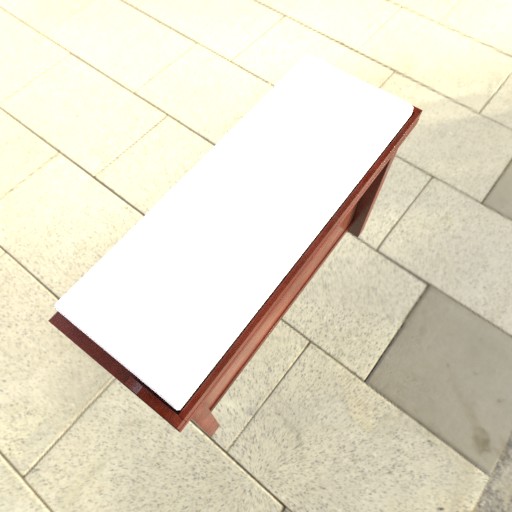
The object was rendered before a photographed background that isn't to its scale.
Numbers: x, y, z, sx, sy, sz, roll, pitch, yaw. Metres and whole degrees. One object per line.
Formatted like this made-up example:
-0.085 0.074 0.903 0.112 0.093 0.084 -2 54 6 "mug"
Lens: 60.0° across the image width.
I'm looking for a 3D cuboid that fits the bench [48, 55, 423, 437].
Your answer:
0.000 0.000 1.305 0.369 0.646 0.987 34 68 16 "bench"
